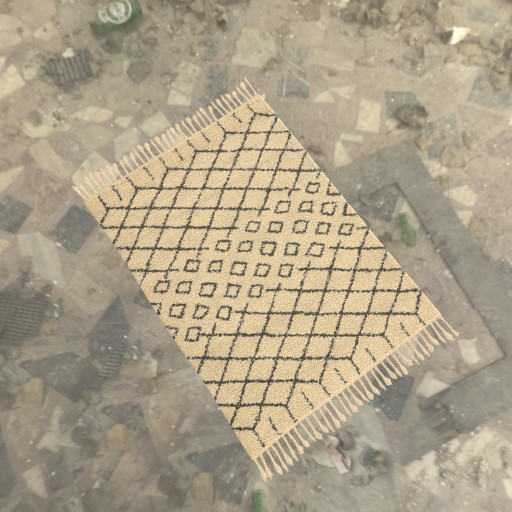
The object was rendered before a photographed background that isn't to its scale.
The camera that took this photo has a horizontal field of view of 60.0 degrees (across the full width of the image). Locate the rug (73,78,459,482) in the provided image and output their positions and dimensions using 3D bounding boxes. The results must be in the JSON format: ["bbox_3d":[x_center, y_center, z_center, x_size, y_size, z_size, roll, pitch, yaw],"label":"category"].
[{"bbox_3d":[0.000,0.000,3.254,1.664,0.029,2.615,-34,77,-9],"label":"rug"}]
